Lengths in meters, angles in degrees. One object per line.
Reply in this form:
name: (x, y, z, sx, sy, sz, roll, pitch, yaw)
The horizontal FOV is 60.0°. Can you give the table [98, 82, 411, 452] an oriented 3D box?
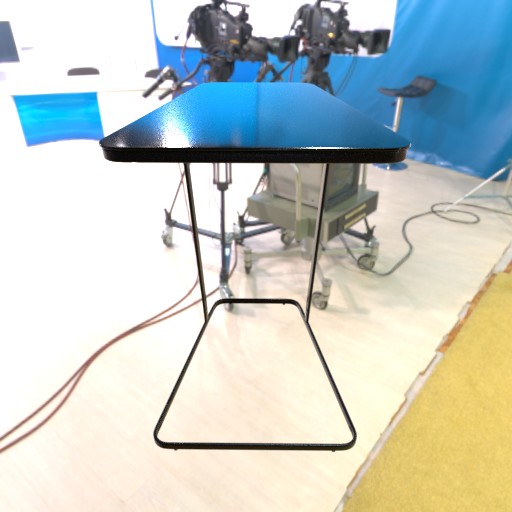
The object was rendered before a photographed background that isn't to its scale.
table: (0.000, 0.000, 0.953, 0.427, 0.624, 0.500, 0, 31, 1)
